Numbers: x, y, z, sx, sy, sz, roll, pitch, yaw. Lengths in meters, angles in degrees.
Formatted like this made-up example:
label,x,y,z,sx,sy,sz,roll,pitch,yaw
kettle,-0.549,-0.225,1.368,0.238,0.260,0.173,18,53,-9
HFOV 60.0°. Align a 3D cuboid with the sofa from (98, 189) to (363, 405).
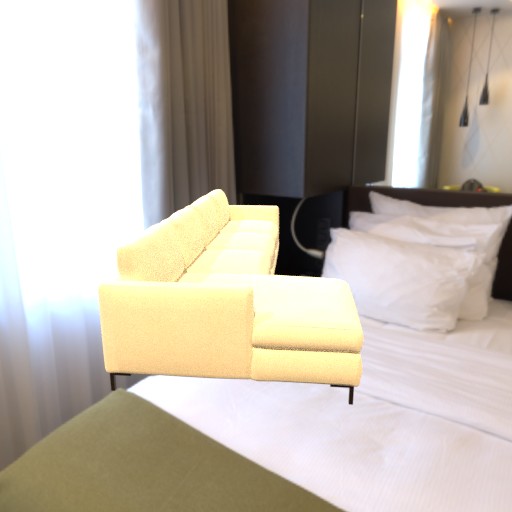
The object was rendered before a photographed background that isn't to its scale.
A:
label,x,y,z,sx,sy,sz,roll,pitch,yaw
sofa,0.000,0.000,3.908,1.467,0.875,3.186,1,15,5
